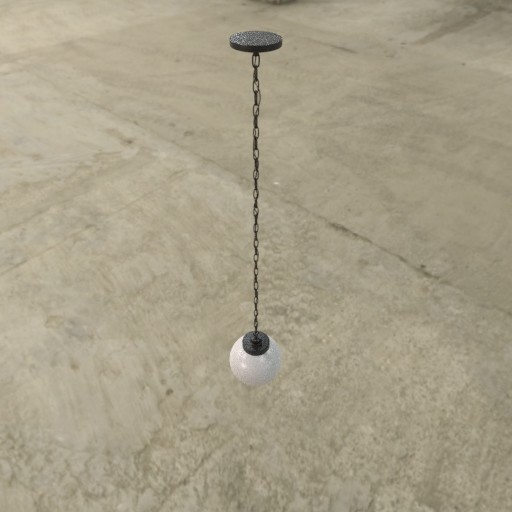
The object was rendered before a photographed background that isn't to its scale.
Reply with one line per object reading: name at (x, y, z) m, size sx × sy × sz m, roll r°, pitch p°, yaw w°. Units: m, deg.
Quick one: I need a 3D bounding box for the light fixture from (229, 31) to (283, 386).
light fixture at (0.000, 0.000, 2.046) m, size 0.305 × 1.867 × 0.304 m, roll -12°, pitch 42°, yaw -14°
